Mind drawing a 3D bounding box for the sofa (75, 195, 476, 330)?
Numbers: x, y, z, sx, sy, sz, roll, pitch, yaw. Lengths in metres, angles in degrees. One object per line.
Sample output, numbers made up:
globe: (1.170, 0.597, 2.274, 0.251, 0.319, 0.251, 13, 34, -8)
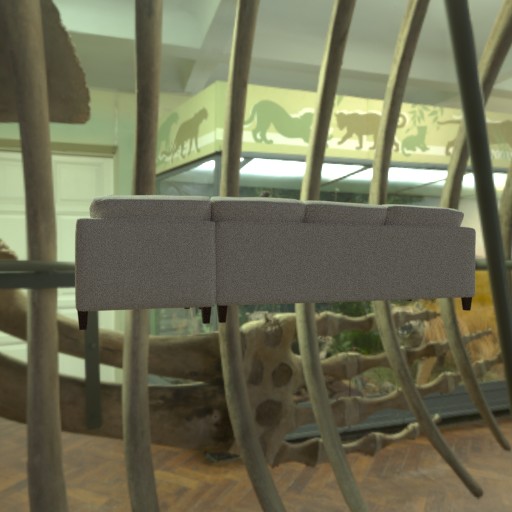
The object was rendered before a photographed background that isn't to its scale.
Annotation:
sofa: (0.000, 0.000, 4.577, 3.302, 0.947, 2.593, 0, 0, -18)
